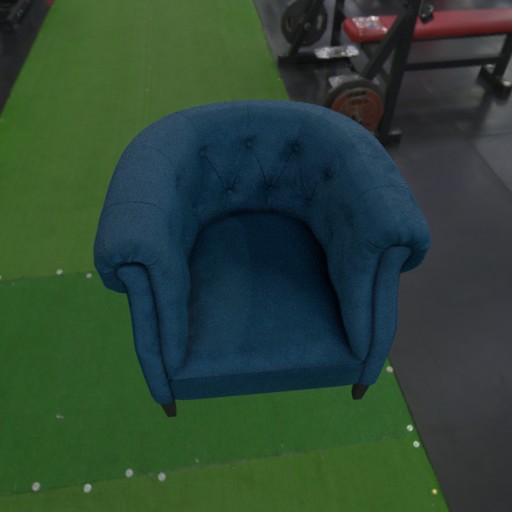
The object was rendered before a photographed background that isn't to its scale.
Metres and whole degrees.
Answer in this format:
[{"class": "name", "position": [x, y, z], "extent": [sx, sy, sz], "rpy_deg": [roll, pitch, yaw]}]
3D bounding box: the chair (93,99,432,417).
[{"class": "chair", "position": [0.000, 0.000, 1.594], "extent": [0.904, 0.826, 0.851], "rpy_deg": [-4, 48, -4]}]
